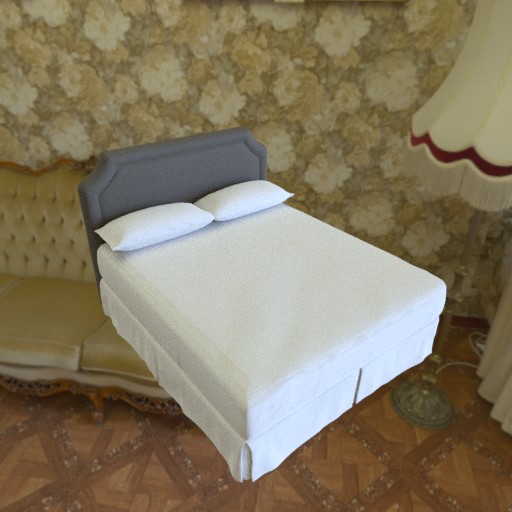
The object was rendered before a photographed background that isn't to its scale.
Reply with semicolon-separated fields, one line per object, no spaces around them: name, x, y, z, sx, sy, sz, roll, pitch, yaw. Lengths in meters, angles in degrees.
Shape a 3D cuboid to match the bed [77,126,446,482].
bed;0.000;0.000;3.873;2.194;1.561;2.536;-21;36;-32
